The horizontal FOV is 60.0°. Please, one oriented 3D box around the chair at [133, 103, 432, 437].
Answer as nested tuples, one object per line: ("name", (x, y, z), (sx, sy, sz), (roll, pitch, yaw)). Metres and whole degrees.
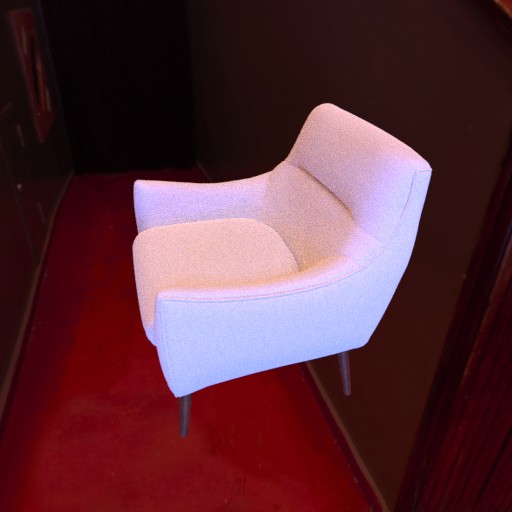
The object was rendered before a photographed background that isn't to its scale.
("chair", (0.000, 0.000, 1.474), (0.787, 0.838, 0.762), (-9, 33, -14))
